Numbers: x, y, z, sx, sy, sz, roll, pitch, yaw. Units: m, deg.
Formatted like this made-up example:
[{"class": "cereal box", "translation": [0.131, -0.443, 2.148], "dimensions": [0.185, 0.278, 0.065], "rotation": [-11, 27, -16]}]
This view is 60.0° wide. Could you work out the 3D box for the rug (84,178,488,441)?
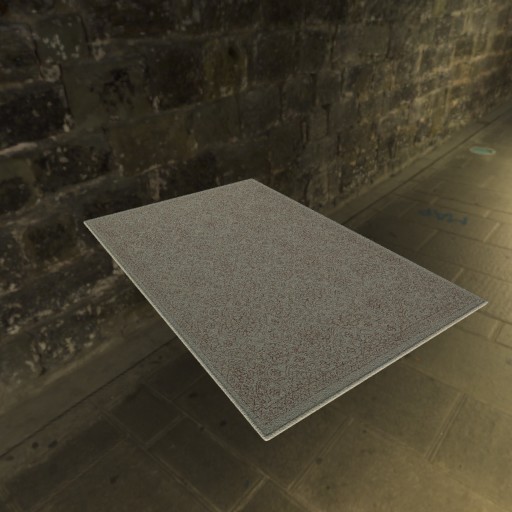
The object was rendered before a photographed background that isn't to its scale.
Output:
[{"class": "rug", "translation": [0.000, 0.000, 2.290], "dimensions": [1.219, 0.010, 1.829], "rotation": [-20, 36, -30]}]
